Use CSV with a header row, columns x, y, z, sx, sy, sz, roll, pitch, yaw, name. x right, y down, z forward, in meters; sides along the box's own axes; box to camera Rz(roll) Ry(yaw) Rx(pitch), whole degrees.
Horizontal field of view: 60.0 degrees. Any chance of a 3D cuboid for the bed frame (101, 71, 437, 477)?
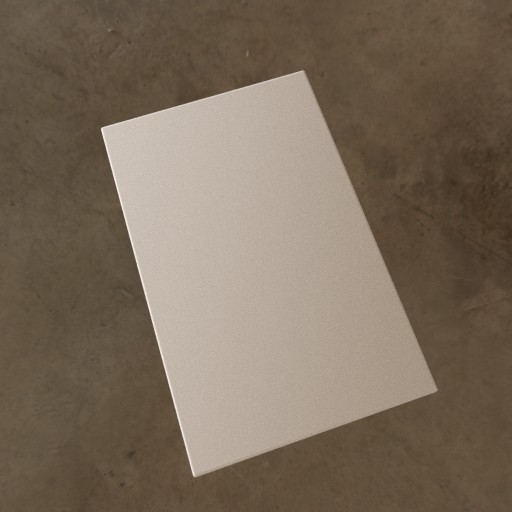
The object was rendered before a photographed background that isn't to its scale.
x,y,z,sx,sy,sz,roll,pitch,yaw,name
0.000,0.000,3.829,1.930,0.440,2.987,-18,76,-5,bed frame
